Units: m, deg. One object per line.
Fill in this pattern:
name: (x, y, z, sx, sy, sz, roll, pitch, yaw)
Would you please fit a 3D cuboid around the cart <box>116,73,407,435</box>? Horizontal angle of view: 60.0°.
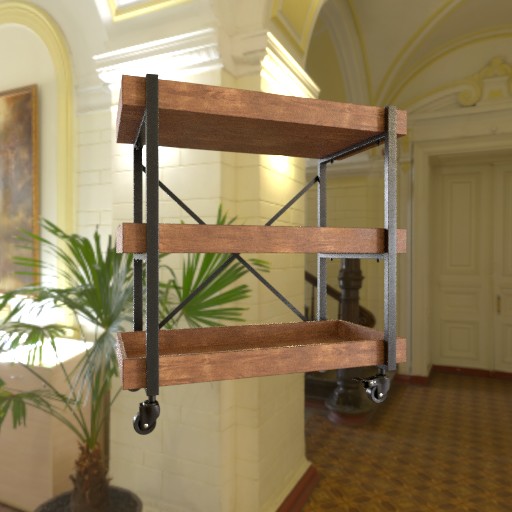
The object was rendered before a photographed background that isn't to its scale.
cart: (0.000, 0.000, 1.267, 0.750, 0.800, 0.411, 0, 0, -19)
